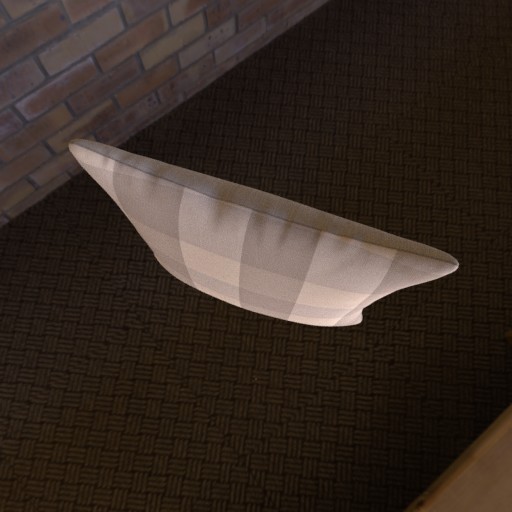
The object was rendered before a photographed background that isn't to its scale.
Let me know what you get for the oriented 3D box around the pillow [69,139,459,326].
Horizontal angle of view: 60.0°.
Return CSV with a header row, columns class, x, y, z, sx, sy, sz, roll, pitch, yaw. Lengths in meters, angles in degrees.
class,x,y,z,sx,sy,sz,roll,pitch,yaw
pillow,0.000,0.000,0.791,0.511,0.509,0.161,18,75,5
